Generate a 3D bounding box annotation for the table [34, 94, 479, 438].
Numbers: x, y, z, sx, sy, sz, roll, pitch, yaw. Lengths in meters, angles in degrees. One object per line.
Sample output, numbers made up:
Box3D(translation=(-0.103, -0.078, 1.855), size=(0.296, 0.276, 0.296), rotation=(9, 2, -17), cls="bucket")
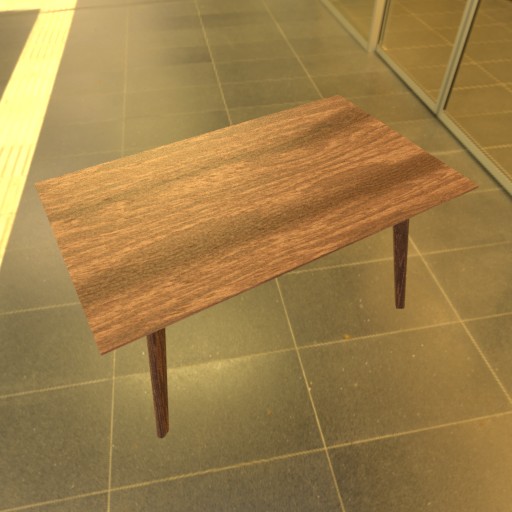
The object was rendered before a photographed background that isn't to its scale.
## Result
Box3D(translation=(0.000, 0.000, 1.823), size=(1.349, 0.724, 0.801), rotation=(-23, 50, -21), cls="table")
